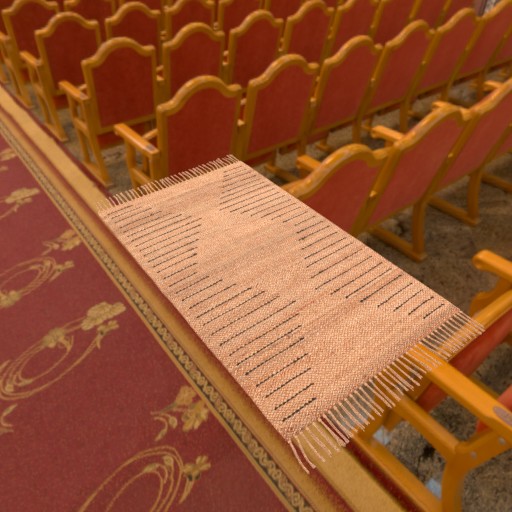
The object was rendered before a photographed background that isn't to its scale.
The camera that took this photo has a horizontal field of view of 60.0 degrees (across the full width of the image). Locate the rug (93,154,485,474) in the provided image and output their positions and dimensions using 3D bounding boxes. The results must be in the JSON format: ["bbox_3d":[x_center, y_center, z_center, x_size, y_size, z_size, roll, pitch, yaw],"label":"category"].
[{"bbox_3d":[0.000,0.000,1.982,0.905,0.017,1.718,-26,47,-27],"label":"rug"}]
